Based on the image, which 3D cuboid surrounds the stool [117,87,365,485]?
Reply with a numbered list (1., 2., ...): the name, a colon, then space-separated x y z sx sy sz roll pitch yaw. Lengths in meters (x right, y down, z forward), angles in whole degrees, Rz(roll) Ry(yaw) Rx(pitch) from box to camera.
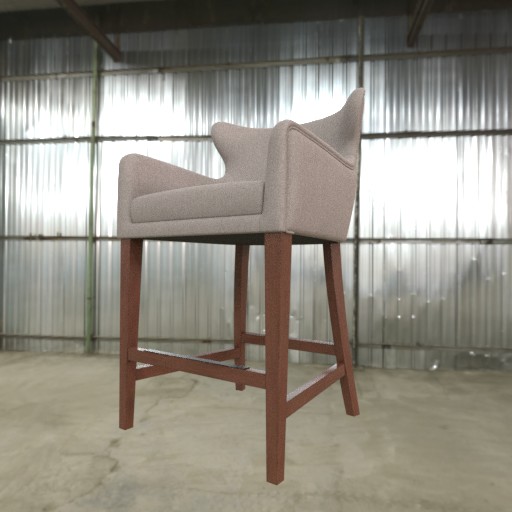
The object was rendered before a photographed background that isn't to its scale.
1. stool: 0.000 0.000 1.298 0.575 0.951 0.575 0 0 36
